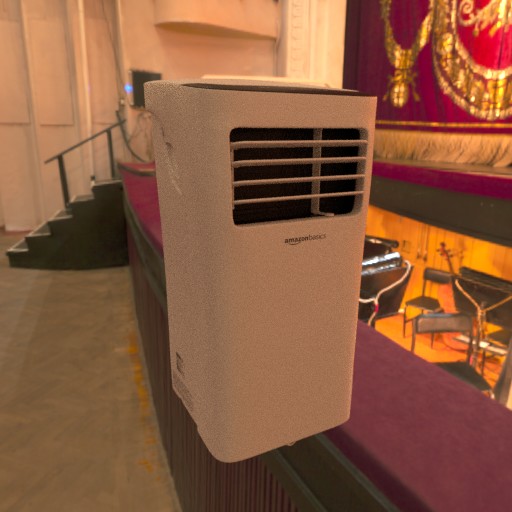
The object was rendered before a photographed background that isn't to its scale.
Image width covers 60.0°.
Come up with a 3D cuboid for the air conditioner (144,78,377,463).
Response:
[{"bbox_3d":[0.000,0.000,0.929,0.352,0.716,0.369,-8,17,-26],"label":"air conditioner"}]
